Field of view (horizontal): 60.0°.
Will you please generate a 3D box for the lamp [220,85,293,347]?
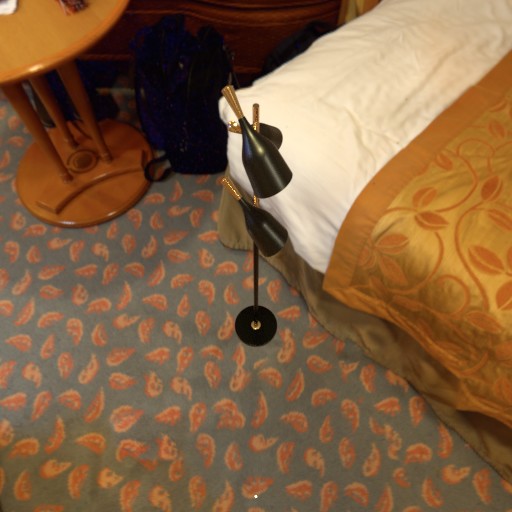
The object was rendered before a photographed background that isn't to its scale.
[{"bbox_3d":[0.000,0.000,1.864,0.253,1.778,0.434,-1,62,0],"label":"lamp"}]
